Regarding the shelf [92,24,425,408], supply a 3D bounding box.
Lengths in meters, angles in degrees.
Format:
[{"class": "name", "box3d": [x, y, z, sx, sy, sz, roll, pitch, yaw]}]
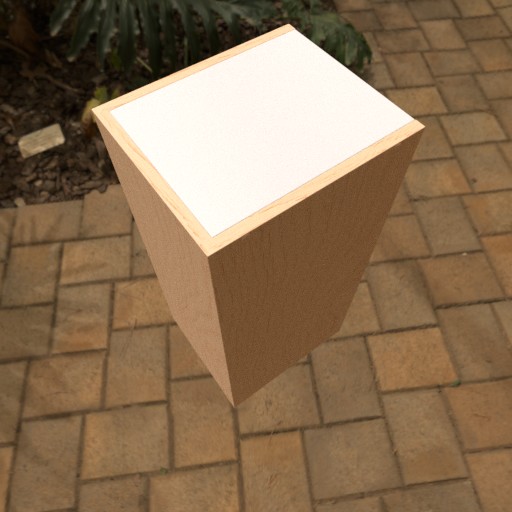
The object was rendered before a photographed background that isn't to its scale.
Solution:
[{"class": "shelf", "box3d": [0.000, 0.000, 0.759, 0.290, 0.600, 0.250, -32, 64, -18]}]
